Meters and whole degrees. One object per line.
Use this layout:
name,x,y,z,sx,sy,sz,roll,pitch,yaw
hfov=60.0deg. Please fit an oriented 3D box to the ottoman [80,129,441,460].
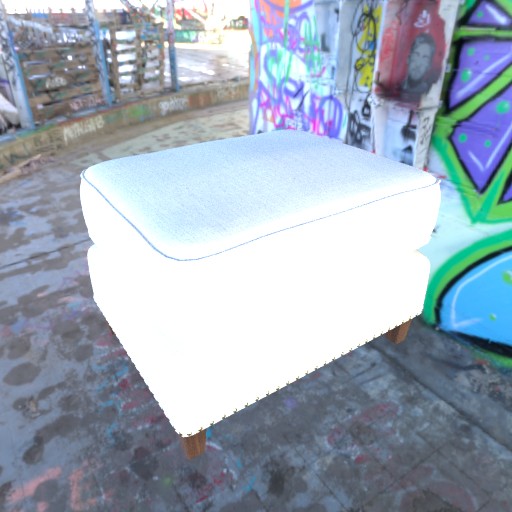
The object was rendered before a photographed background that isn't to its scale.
ottoman,0.000,0.000,1.158,0.738,0.537,0.589,-19,35,-29
